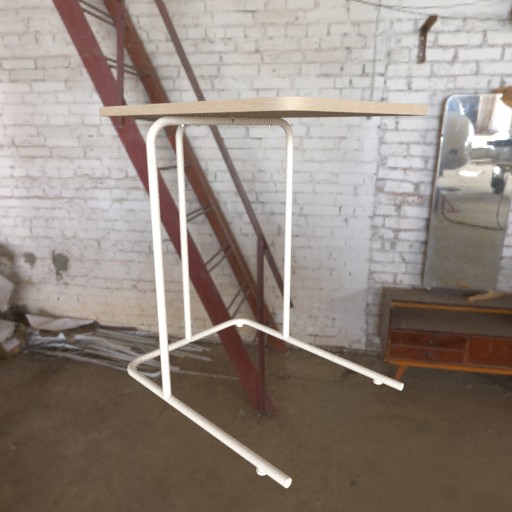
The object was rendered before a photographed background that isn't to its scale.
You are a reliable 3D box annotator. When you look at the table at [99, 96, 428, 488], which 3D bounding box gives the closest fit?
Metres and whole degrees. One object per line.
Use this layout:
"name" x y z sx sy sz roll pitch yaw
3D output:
"table" 0.000 0.000 0.861 0.480 0.550 0.370 15 22 42
